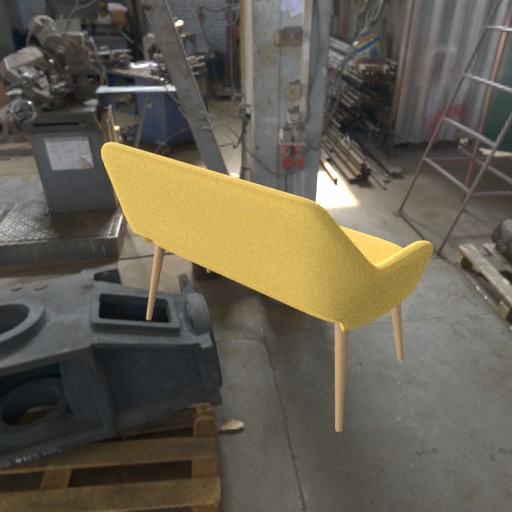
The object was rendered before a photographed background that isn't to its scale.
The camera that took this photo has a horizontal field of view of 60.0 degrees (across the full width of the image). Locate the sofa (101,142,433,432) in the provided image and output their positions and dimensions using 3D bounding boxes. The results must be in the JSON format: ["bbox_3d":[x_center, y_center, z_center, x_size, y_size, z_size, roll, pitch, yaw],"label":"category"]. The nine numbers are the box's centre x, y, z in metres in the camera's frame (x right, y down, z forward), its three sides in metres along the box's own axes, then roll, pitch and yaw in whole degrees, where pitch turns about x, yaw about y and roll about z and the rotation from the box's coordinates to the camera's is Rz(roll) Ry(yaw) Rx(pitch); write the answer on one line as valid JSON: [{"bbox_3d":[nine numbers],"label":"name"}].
[{"bbox_3d":[0.000,0.000,1.609,1.150,0.840,0.610,22,38,31],"label":"sofa"}]
